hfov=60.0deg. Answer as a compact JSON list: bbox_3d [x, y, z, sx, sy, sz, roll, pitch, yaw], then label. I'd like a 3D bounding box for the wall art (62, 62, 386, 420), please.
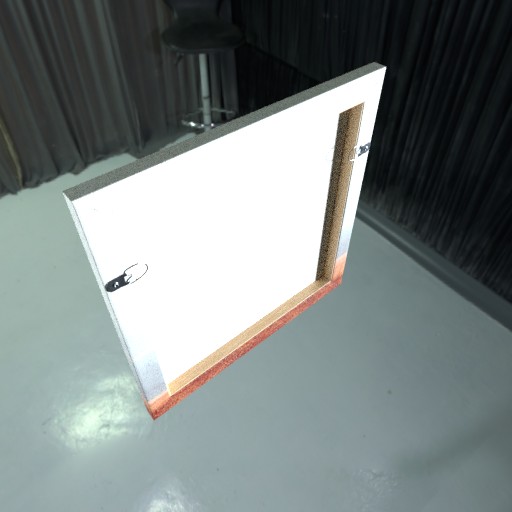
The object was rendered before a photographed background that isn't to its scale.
[{"bbox_3d":[0.000,0.000,1.122,0.760,0.760,0.042,-31,53,-27],"label":"wall art"}]
